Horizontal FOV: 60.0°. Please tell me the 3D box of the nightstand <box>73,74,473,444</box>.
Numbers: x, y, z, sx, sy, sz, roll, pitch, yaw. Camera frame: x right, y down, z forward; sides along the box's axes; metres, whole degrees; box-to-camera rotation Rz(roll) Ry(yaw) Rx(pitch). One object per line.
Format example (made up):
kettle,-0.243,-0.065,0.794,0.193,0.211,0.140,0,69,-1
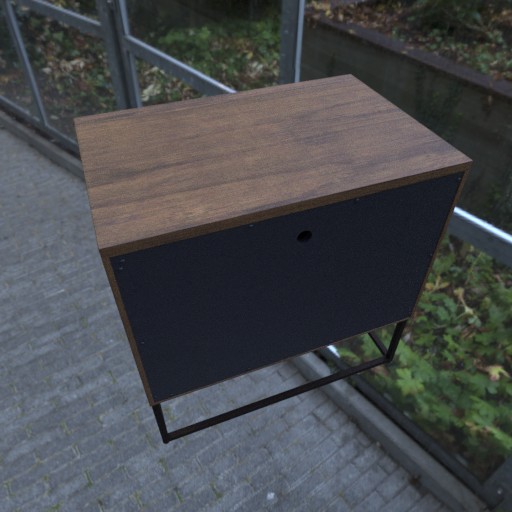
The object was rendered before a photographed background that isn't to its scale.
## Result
nightstand,0.000,0.000,1.014,0.610,0.610,0.437,-15,45,-15
